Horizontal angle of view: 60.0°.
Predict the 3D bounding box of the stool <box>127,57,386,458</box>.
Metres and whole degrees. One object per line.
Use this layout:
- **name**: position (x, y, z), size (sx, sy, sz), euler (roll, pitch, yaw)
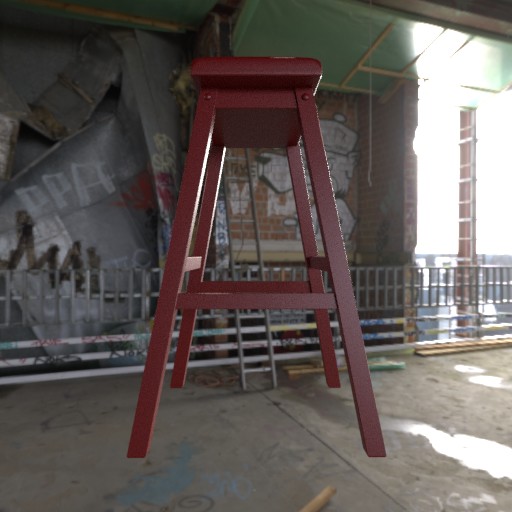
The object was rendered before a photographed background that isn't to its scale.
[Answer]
- **stool**: position (0.000, 0.000, 1.038), size (0.476, 0.737, 0.457), euler (0, 0, 0)
